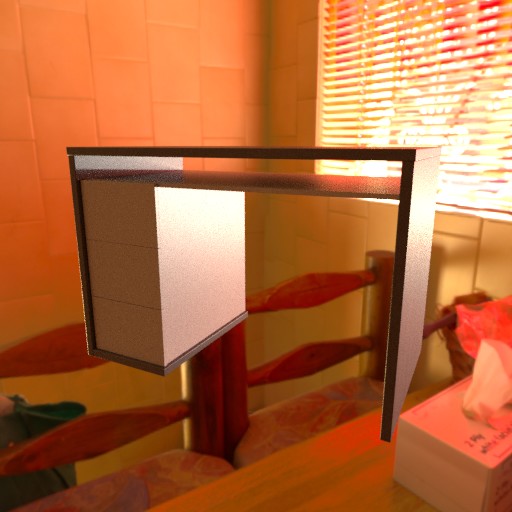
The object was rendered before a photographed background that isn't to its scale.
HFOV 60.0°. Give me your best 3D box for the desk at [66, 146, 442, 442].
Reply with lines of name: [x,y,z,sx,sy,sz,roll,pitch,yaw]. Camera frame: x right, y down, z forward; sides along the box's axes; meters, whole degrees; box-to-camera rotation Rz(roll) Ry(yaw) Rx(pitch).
desk: [0.000,0.000,1.568,1.100,0.750,0.600,7,16,26]
